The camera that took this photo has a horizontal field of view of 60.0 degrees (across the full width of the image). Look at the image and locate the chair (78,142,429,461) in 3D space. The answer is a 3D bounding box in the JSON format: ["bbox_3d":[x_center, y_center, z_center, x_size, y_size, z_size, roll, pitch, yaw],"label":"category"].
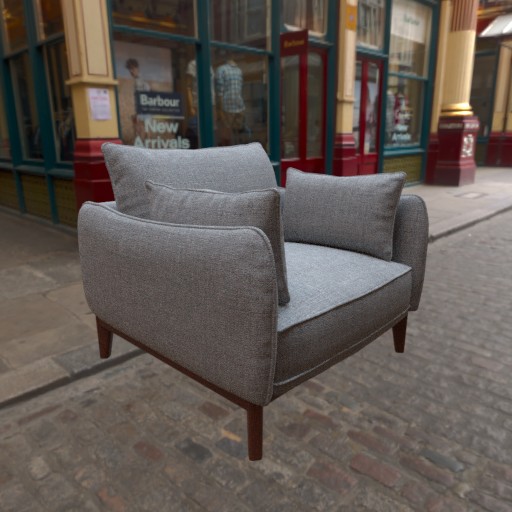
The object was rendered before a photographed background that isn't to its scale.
[{"bbox_3d":[0.000,0.000,1.689,0.976,0.839,0.993,14,21,42],"label":"chair"}]
